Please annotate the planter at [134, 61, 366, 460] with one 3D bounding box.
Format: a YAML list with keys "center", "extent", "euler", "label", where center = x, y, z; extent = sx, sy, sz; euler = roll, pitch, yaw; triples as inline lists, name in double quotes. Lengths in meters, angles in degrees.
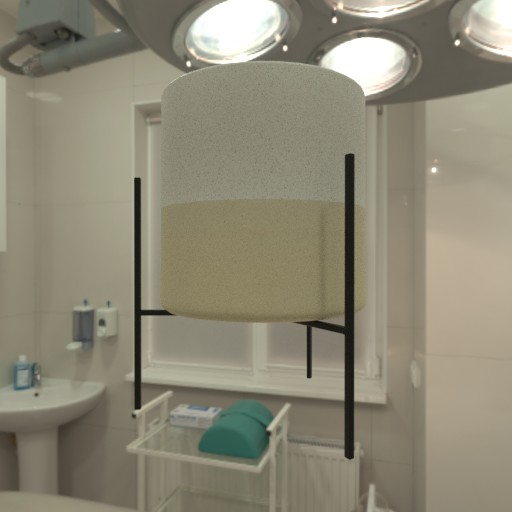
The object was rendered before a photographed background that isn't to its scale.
- center: [0.000, 0.000, 0.542]
  extent: [0.263, 0.362, 0.267]
  euler: [0, 0, 17]
  label: "planter"
